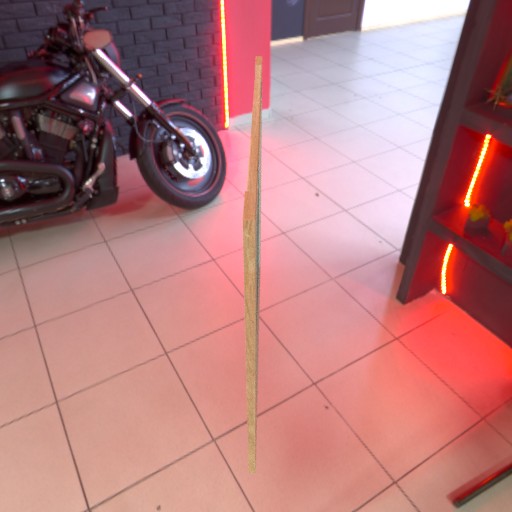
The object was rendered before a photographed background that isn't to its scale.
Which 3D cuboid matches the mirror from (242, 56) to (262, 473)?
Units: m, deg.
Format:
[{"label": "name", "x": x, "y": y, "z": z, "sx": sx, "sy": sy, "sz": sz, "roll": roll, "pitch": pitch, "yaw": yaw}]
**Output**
[{"label": "mirror", "x": 0.000, "y": 0.000, "z": 1.199, "sx": 0.020, "sy": 0.800, "sz": 0.800, "roll": 1, "pitch": 40, "yaw": 1}]
